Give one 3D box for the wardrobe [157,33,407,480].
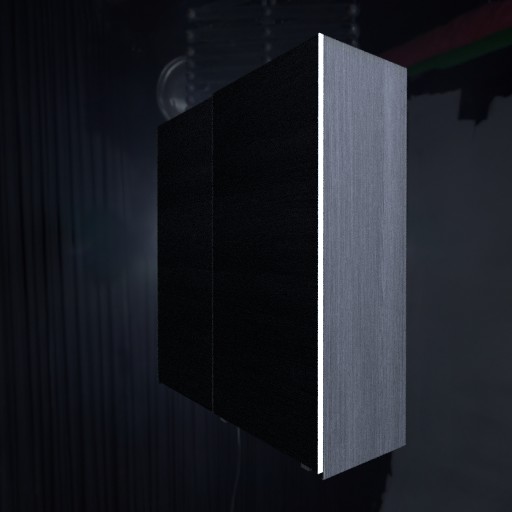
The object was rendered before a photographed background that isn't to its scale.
[{"bbox_3d":[0.000,0.000,2.832,0.629,1.960,1.780,0,1,-36],"label":"wardrobe"}]
